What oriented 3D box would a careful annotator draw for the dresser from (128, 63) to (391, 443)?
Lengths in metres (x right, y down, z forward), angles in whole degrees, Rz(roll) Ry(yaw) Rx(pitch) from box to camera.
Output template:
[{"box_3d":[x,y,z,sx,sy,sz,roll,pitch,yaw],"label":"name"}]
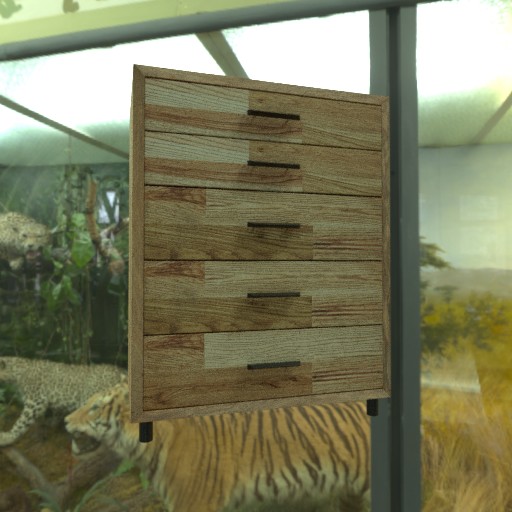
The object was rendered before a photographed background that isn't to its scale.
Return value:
[{"box_3d":[0.000,0.000,1.768,0.966,1.243,0.480,0,-1,-17],"label":"dresser"}]
